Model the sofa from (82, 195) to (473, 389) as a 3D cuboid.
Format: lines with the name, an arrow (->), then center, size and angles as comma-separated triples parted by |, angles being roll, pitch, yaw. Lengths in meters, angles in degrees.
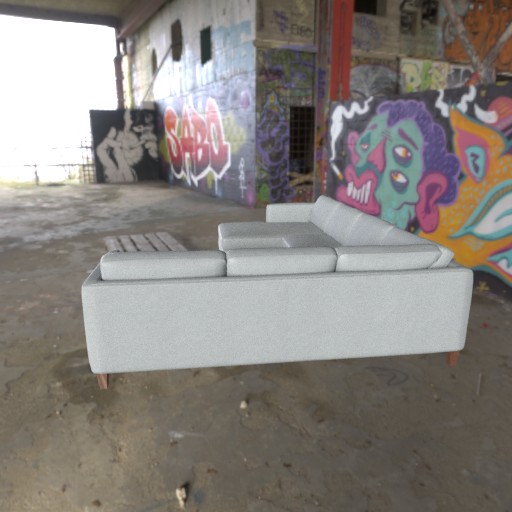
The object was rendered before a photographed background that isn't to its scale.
sofa -> 0.000, 0.000, 4.370 | 2.551, 0.853, 3.238 | -2, 15, -7
